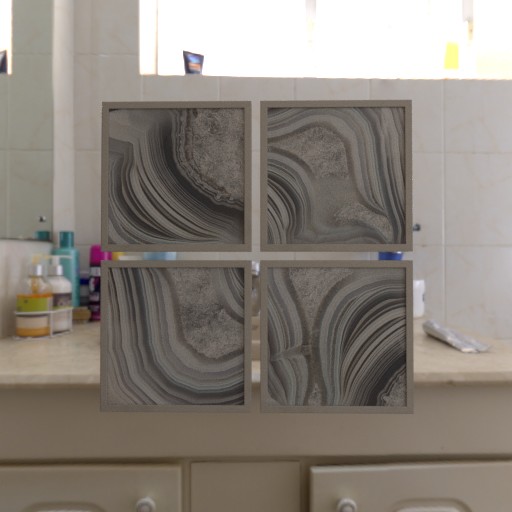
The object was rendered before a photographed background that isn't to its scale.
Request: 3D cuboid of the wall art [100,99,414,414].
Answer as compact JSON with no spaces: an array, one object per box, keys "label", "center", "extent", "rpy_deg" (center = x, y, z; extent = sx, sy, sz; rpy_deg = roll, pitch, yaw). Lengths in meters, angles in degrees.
[{"label":"wall art","center":[0.000,0.000,0.881],"extent":[0.611,0.611,0.029],"rpy_deg":[0,-1,1]}]
